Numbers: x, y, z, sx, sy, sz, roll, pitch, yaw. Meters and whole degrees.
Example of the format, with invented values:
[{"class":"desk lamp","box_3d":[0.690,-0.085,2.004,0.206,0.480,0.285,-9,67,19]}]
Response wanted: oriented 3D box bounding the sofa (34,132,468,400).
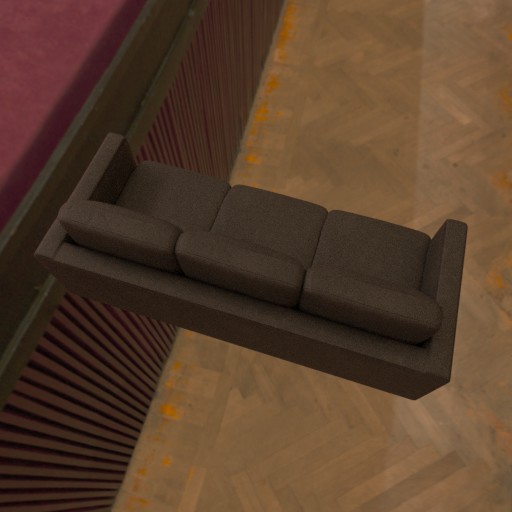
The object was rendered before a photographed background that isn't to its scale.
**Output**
[{"class":"sofa","box_3d":[0.000,0.000,2.429,2.029,0.899,0.879,16,64,8]}]
